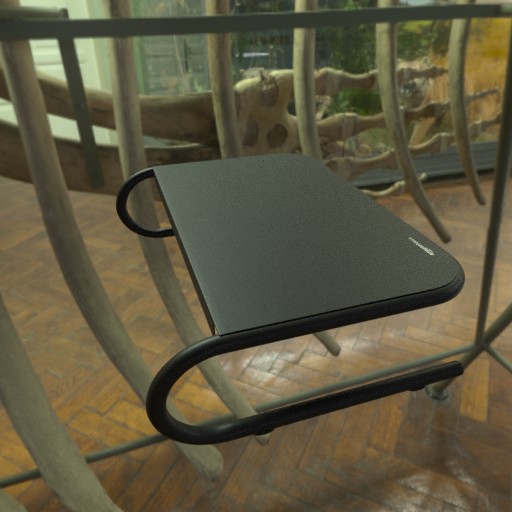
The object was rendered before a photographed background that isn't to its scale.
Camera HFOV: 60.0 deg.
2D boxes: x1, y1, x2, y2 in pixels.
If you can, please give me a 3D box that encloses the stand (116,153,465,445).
[{"bbox_3d":[0.000,0.000,0.492,0.280,0.108,0.370,-10,32,-16],"label":"stand"}]
